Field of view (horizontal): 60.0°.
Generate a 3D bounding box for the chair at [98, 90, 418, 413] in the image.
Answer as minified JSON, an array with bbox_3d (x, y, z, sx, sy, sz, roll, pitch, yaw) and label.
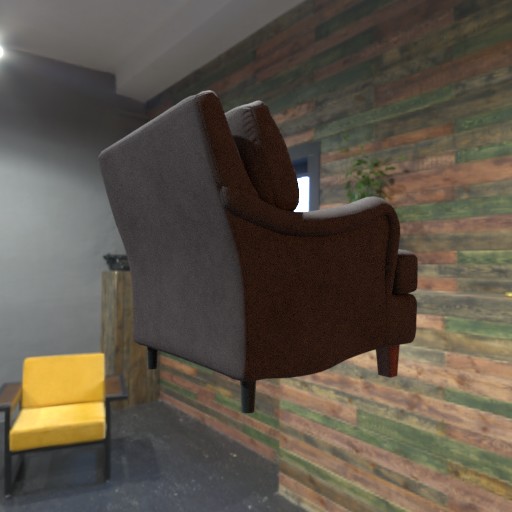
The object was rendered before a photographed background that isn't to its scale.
[{"bbox_3d":[0.000,0.000,1.878,1.070,0.997,0.955,1,-1,-37],"label":"chair"}]
